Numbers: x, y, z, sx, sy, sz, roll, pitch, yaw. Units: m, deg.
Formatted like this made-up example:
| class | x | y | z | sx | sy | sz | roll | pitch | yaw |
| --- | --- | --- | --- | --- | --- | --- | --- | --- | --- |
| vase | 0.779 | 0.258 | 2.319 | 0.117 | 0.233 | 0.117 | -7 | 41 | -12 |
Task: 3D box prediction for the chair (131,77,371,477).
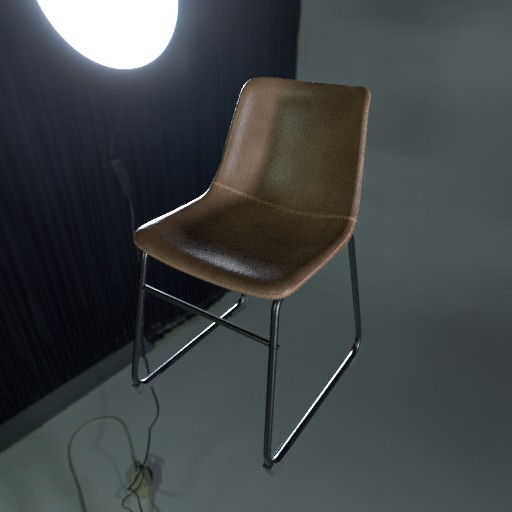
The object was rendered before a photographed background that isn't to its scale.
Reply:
| class | x | y | z | sx | sy | sz | roll | pitch | yaw |
| --- | --- | --- | --- | --- | --- | --- | --- | --- | --- |
| chair | 0.000 | 0.000 | 1.129 | 0.460 | 0.780 | 0.551 | 19 | 35 | 29 |
